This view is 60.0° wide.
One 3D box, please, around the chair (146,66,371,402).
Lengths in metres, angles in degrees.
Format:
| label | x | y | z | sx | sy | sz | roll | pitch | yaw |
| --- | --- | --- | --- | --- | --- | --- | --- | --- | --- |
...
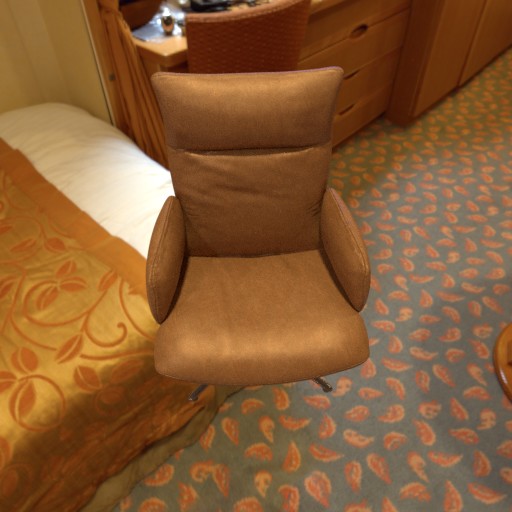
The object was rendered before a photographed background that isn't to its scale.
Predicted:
| label | x | y | z | sx | sy | sz | roll | pitch | yaw |
| --- | --- | --- | --- | --- | --- | --- | --- | --- | --- |
| chair | 0.000 | 0.000 | 1.545 | 0.711 | 1.027 | 0.794 | -3 | 46 | -3 |
